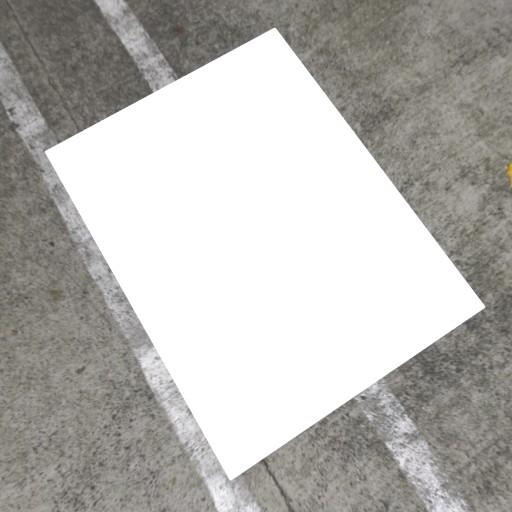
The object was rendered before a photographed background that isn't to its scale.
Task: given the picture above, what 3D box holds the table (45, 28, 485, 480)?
[{"bbox_3d":[0.000,0.000,0.789,0.399,0.357,0.517,-31,78,-7],"label":"table"}]
